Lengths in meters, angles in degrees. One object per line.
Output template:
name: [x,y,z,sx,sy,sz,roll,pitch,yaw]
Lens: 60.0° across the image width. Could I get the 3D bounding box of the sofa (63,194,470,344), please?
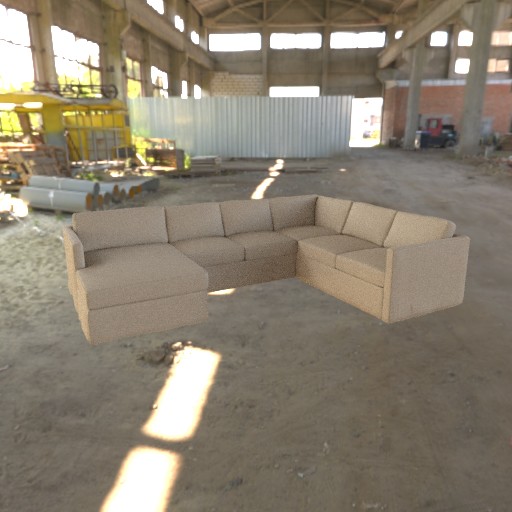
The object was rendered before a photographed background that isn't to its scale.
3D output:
sofa: [0.000,0.000,4.633,3.528,0.878,2.476,-8,18,-27]
